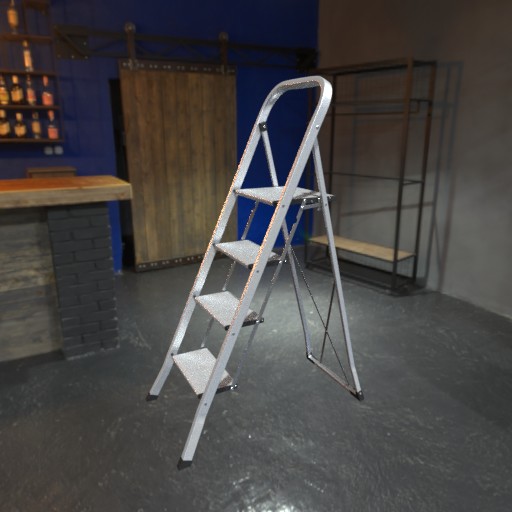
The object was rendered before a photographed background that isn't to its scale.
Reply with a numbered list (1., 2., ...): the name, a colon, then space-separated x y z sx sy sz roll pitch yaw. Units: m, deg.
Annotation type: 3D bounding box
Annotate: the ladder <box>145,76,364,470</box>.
1. ladder: 0.000 0.000 1.704 0.830 1.290 0.465 -8 18 -26
